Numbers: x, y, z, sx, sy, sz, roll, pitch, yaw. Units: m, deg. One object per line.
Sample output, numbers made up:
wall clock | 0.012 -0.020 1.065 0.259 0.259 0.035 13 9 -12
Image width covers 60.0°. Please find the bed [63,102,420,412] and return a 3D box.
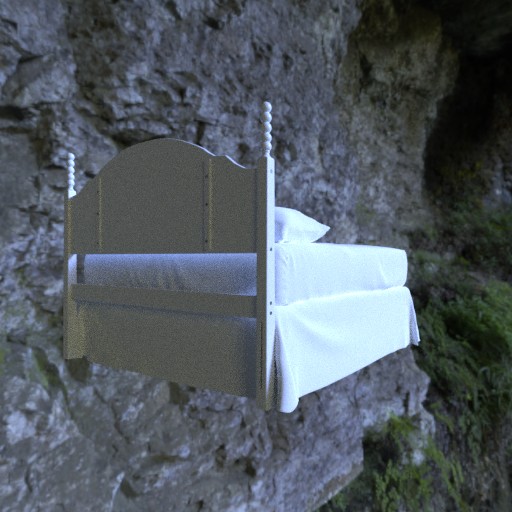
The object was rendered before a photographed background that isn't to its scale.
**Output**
bed | 0.000 0.000 3.228 1.873 1.356 2.040 0 0 37
